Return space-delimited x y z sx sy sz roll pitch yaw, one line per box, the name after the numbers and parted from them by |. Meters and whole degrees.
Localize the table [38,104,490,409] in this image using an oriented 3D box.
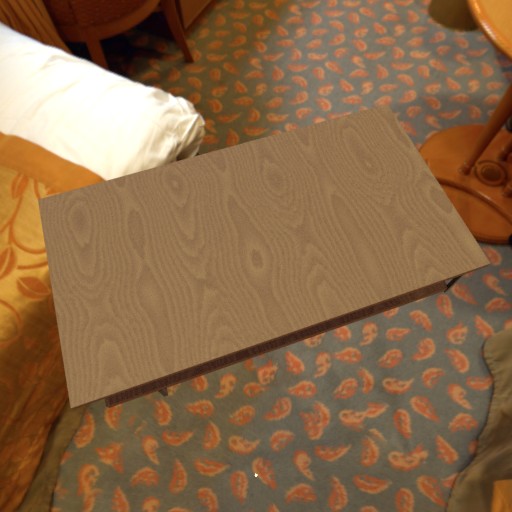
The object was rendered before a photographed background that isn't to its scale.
0.000 0.000 1.472 1.197 0.347 0.651 -17 65 -8 | table
